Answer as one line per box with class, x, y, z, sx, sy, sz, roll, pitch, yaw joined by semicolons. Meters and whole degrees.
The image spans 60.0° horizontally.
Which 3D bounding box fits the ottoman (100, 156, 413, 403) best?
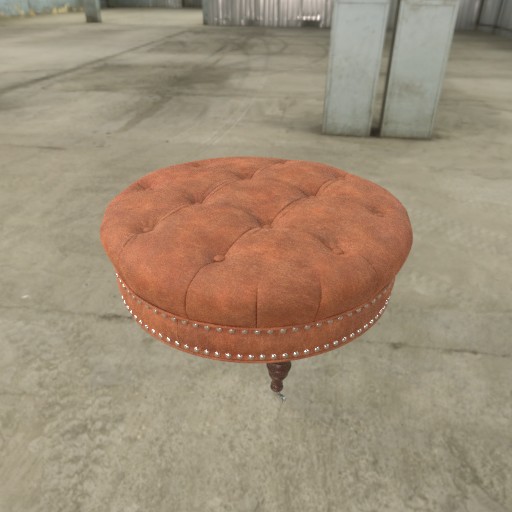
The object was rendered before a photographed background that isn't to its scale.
ottoman;0.000;0.000;1.403;0.901;0.444;0.901;0;31;0
